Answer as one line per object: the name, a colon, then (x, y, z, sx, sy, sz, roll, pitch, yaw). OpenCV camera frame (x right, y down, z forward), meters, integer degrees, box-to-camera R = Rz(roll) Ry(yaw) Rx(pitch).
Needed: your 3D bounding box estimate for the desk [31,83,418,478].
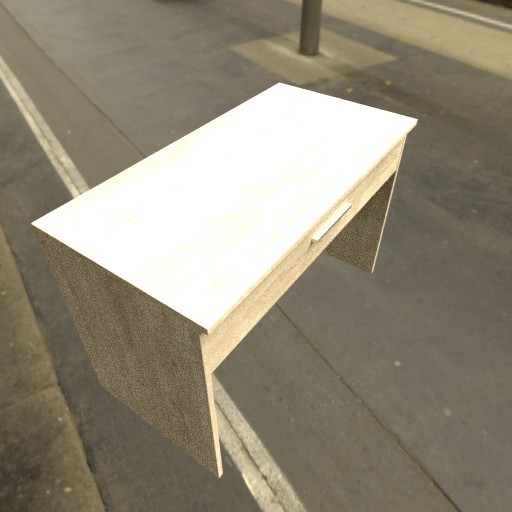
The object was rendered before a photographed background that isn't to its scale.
desk: (0.000, 0.000, 1.533, 0.560, 0.730, 1.100, 26, 48, 26)
